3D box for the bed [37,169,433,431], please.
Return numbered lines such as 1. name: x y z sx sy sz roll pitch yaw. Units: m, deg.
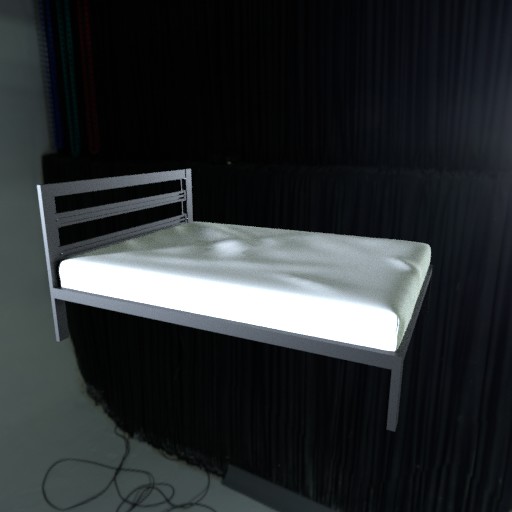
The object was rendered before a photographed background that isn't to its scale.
1. bed: 0.000 0.000 2.885 2.062 0.967 1.524 7 16 25
